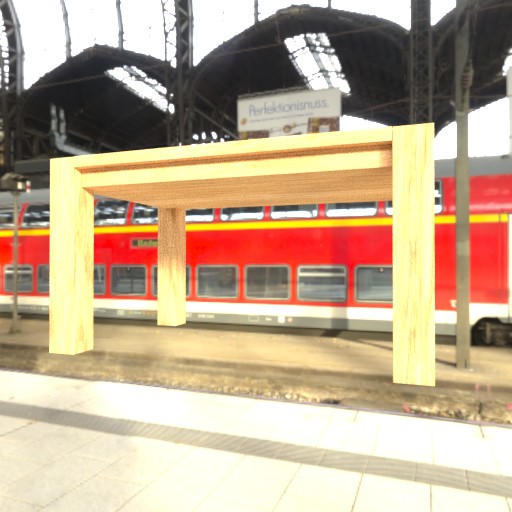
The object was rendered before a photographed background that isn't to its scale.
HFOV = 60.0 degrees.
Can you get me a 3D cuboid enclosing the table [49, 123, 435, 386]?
[{"bbox_3d":[0.000,0.000,1.929,1.400,0.760,0.900,0,-1,19],"label":"table"}]
